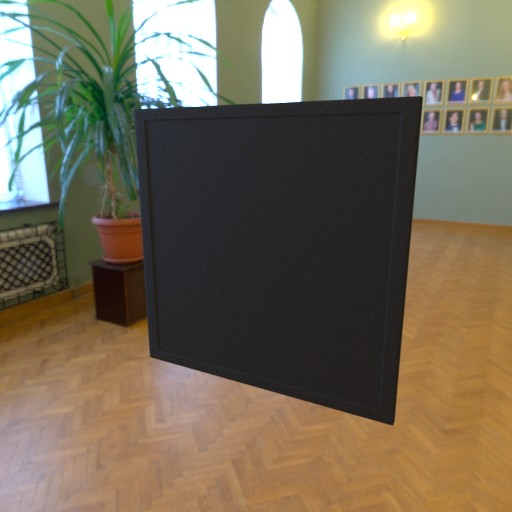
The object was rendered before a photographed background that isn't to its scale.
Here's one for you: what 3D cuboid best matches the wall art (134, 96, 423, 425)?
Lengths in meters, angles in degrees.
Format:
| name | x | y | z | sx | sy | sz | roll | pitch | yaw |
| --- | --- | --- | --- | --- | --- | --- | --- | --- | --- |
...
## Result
| name | x | y | z | sx | sy | sz | roll | pitch | yaw |
| --- | --- | --- | --- | --- | --- | --- | --- | --- | --- |
| wall art | 0.000 | 0.000 | 0.857 | 0.562 | 0.558 | 0.012 | 7 | 16 | 27 |
